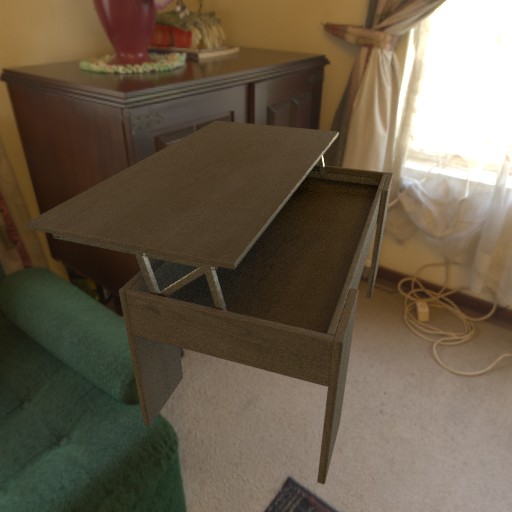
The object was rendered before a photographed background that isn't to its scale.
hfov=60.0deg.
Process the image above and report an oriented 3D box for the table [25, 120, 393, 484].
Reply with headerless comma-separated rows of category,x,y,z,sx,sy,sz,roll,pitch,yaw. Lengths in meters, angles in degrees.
table,0.000,0.000,1.412,0.711,0.570,1.000,11,32,17
